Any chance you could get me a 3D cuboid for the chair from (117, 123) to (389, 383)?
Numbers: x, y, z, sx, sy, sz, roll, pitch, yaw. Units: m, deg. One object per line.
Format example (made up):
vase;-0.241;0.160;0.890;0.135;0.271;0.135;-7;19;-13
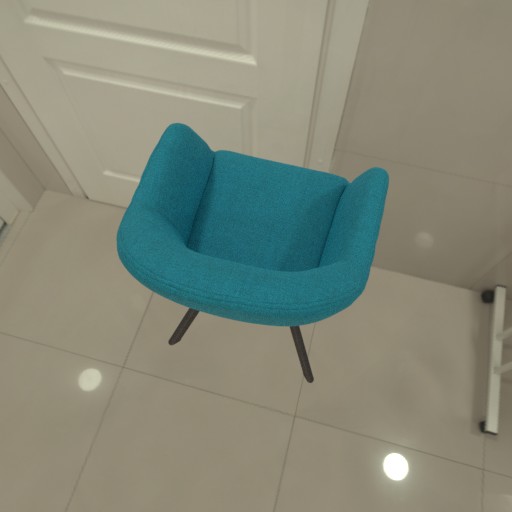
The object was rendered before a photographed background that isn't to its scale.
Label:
chair;0.000;0.000;1.155;0.545;0.775;0.565;14;65;7
